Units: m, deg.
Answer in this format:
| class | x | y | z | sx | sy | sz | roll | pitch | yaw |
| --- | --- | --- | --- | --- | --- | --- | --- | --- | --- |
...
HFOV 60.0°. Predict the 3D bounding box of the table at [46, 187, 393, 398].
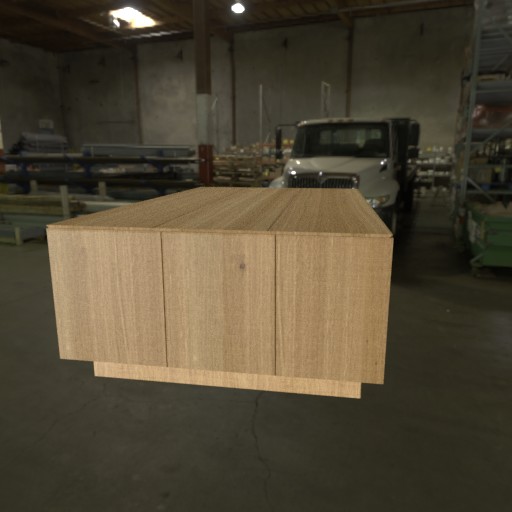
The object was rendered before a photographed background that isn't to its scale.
| class | x | y | z | sx | sy | sz | roll | pitch | yaw |
| --- | --- | --- | --- | --- | --- | --- | --- | --- | --- |
| table | 0.000 | 0.000 | 1.414 | 0.678 | 0.353 | 1.110 | 2 | 13 | 9 |
